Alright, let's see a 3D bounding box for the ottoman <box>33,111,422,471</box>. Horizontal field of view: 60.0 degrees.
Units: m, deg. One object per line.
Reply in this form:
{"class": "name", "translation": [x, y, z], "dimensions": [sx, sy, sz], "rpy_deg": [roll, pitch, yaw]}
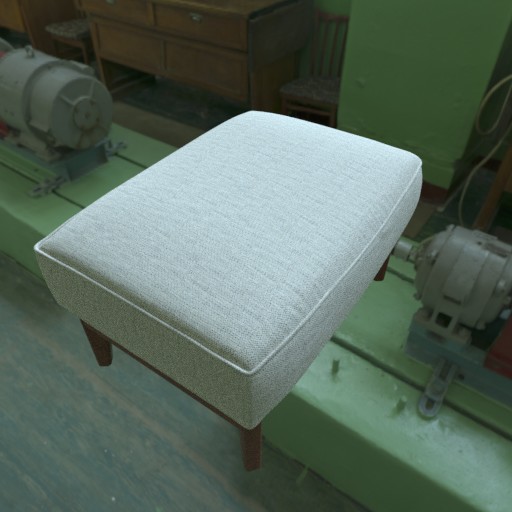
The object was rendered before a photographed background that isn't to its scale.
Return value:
{"class": "ottoman", "translation": [0.000, 0.000, 1.118], "dimensions": [0.594, 0.465, 0.794], "rpy_deg": [25, 48, 25]}
